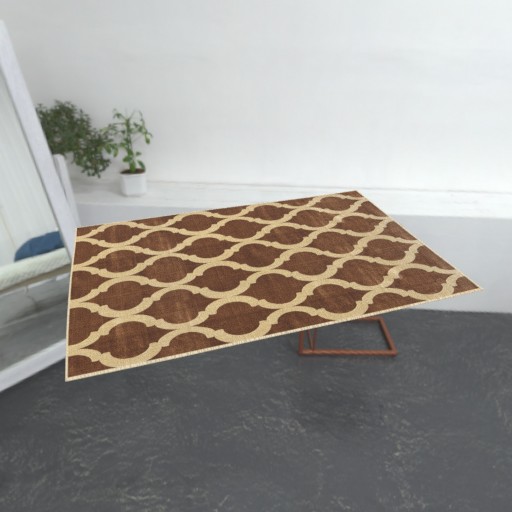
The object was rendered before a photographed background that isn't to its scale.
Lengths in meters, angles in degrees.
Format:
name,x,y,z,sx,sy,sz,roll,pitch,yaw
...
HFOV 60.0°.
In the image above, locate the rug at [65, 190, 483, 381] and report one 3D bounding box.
name,x,y,z,sx,sy,sz,roll,pitch,yaw
rug,0.000,0.000,2.877,2.284,0.008,1.522,-10,33,-15
